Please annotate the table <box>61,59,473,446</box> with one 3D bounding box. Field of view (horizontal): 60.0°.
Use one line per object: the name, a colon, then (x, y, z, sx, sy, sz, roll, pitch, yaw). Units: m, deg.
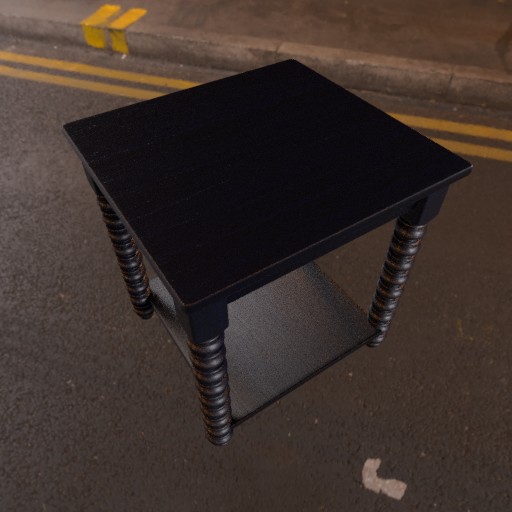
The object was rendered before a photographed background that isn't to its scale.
table: (0.000, 0.000, 0.972, 0.533, 0.567, 0.500, -26, 52, -22)
